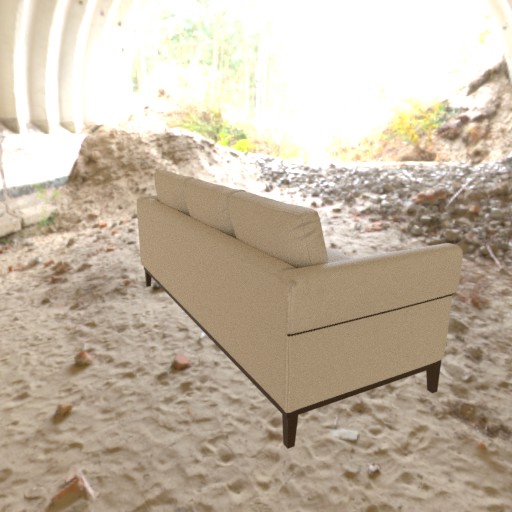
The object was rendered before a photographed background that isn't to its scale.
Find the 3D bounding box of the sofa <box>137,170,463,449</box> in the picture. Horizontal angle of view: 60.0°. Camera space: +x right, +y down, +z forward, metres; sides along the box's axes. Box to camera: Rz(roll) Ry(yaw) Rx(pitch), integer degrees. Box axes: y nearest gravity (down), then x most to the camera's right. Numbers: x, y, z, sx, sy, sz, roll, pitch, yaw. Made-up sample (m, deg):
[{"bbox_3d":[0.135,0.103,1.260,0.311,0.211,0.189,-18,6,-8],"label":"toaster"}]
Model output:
[{"bbox_3d":[0.000,0.000,2.688,0.902,0.911,2.198,-8,18,-27],"label":"sofa"}]
